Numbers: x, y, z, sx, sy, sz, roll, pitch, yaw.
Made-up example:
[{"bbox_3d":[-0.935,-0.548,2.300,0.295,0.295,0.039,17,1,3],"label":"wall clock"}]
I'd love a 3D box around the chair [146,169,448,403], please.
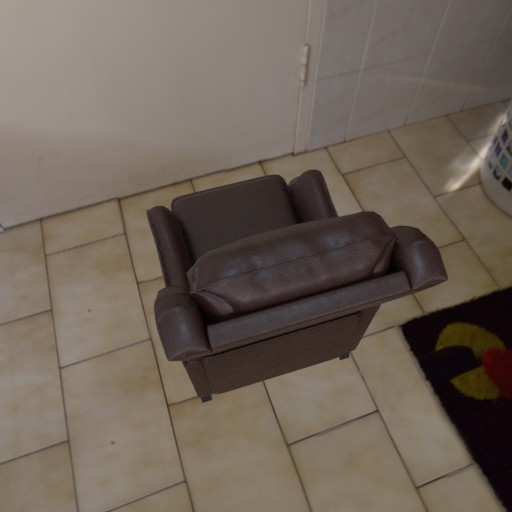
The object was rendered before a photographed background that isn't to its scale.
[{"bbox_3d":[0.000,0.000,1.727,0.770,1.132,0.982,-15,60,-9],"label":"chair"}]
